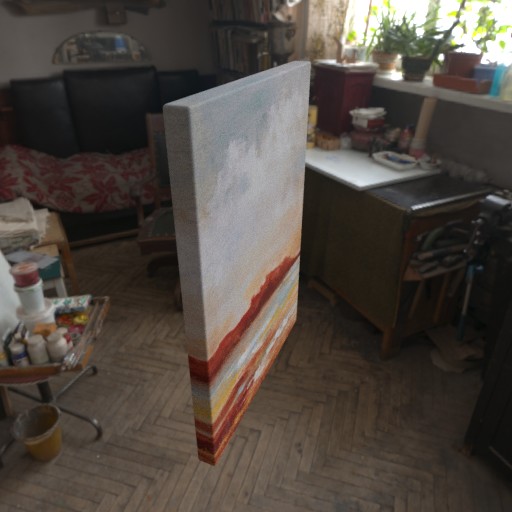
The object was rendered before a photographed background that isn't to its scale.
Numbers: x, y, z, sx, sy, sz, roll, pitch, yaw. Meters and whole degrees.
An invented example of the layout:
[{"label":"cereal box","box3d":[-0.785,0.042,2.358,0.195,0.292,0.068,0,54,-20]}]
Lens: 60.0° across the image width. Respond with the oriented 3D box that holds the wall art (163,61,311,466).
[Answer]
[{"label":"wall art","box3d":[0.000,0.000,0.801,0.035,0.605,0.443,12,32,20]}]
